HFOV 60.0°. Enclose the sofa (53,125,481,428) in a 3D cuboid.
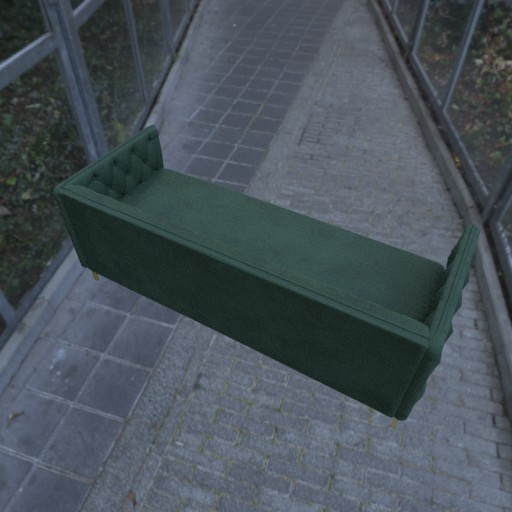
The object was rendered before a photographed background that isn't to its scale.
[{"bbox_3d":[0.000,0.000,2.631,2.209,0.771,0.895,22,48,21],"label":"sofa"}]
